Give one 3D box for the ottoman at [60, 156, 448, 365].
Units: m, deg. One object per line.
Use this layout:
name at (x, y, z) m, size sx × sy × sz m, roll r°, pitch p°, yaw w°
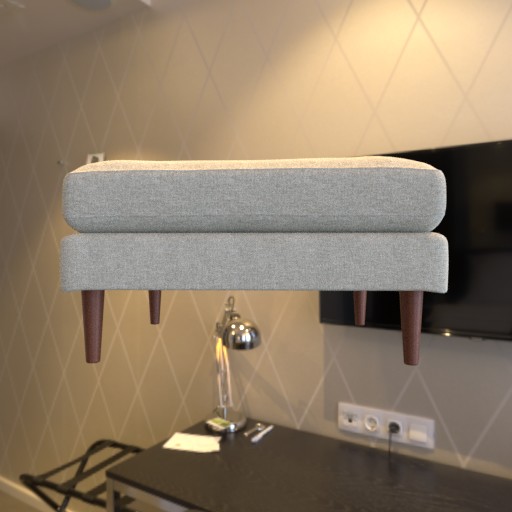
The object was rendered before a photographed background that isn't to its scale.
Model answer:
ottoman at (0.000, 0.000, 1.258) m, size 0.821 × 0.474 × 0.693 m, roll 0°, pitch 0°, yaw 2°
